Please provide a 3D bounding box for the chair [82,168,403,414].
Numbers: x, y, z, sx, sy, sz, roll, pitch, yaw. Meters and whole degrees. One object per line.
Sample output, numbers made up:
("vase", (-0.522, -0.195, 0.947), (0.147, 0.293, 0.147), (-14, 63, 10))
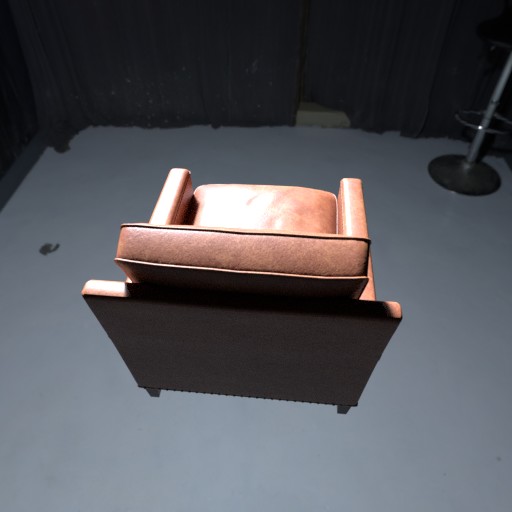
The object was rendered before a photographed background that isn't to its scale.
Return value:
("chair", (0.000, 0.000, 1.731), (0.853, 0.943, 1.014), (4, 46, 4))
